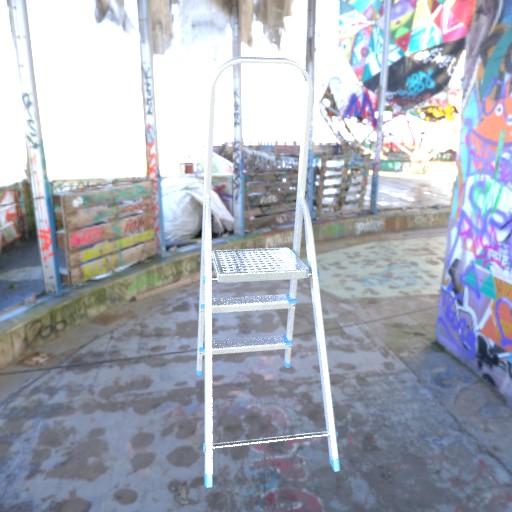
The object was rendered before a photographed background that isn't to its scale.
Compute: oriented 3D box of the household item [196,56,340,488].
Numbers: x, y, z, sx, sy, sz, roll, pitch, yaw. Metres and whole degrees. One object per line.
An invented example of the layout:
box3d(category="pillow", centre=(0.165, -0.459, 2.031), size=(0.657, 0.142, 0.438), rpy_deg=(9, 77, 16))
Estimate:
box3d(category="household item", centre=(0.000, 0.000, 1.507), size=(0.420, 1.215, 0.687), rpy_deg=(-3, 15, -9))
